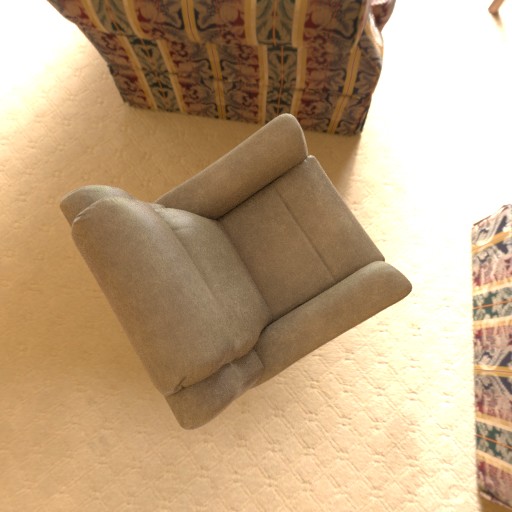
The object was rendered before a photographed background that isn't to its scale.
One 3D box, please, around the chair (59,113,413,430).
[{"bbox_3d":[0.000,0.000,1.905,1.068,1.116,0.965,-31,79,-6],"label":"chair"}]
